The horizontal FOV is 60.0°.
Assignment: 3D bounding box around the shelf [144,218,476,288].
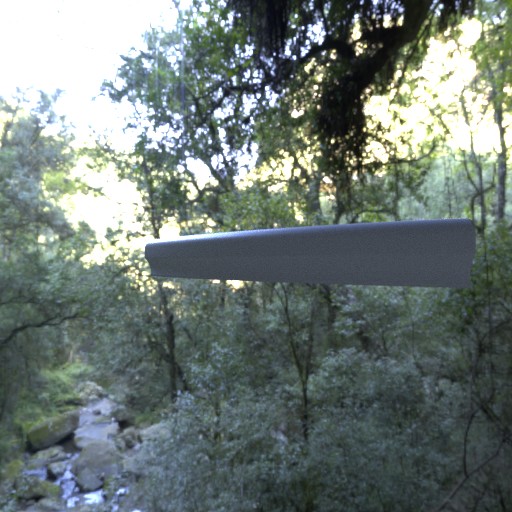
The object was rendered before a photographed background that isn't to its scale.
[{"bbox_3d":[0.000,0.000,0.459,0.310,0.050,0.310,0,-1,0],"label":"shelf"}]
